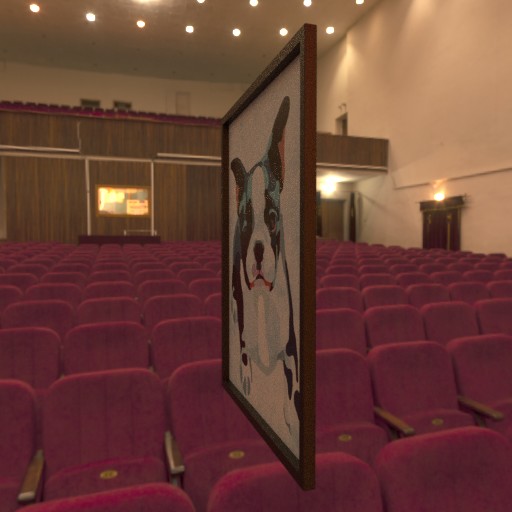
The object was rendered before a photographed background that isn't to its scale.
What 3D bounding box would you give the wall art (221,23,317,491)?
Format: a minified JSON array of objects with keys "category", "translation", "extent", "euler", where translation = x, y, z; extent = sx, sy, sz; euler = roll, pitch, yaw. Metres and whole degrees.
[{"category":"wall art","translation":[0.000,0.000,1.344],"extent":[0.030,1.027,0.774],"euler":[0,2,-18]}]
